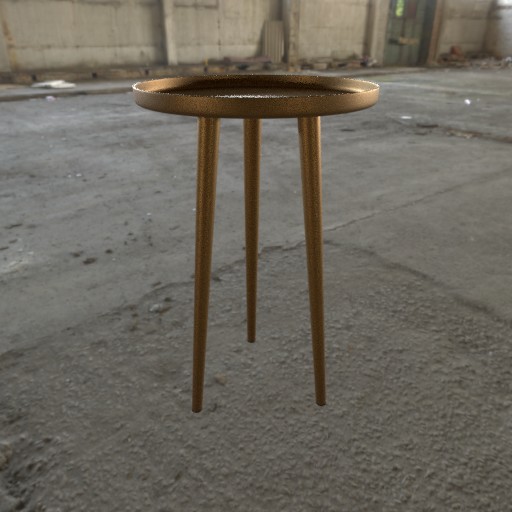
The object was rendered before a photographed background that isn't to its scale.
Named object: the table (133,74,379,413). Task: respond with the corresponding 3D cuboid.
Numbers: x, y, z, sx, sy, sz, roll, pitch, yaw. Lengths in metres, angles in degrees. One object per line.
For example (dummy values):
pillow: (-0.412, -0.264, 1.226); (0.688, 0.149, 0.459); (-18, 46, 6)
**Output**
table: (0.000, 0.000, 0.658); (0.299, 0.480, 0.299); (-19, 32, -33)
